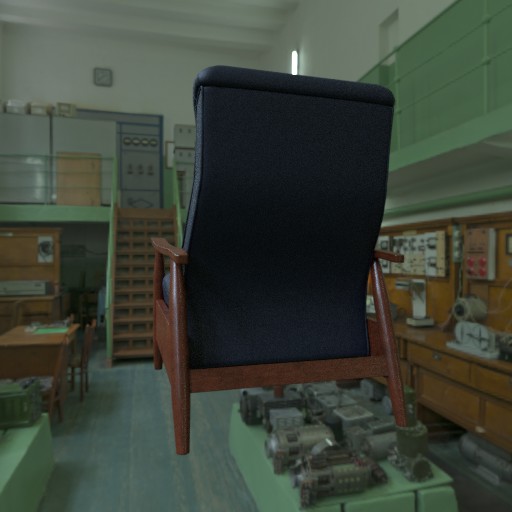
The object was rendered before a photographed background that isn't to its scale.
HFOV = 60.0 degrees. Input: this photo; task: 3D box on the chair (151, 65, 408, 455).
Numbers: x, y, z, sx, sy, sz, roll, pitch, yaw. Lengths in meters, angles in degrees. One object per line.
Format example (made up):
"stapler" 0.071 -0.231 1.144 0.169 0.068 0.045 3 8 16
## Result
"chair" 0.000 0.000 1.776 0.762 1.082 1.014 0 0 -16
